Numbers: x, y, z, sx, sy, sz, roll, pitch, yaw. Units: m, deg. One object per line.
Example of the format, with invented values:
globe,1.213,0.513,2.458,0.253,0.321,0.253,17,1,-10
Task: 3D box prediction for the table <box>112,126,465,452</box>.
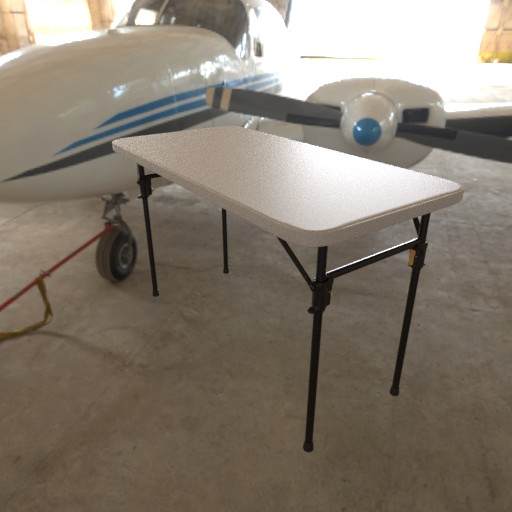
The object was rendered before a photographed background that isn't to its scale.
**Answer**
table,0.000,0.000,1.652,0.610,0.729,1.219,-17,31,-32
